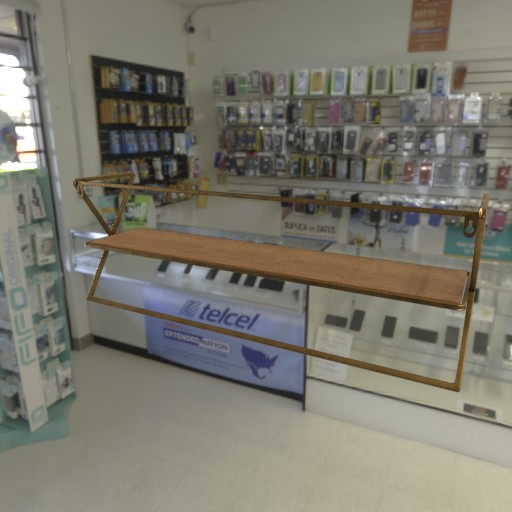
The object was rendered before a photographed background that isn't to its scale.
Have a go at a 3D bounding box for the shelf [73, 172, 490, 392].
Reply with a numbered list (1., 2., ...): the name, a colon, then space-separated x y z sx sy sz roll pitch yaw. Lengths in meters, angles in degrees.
1. shelf: 0.000 0.000 0.720 0.645 0.229 0.150 8 18 27
